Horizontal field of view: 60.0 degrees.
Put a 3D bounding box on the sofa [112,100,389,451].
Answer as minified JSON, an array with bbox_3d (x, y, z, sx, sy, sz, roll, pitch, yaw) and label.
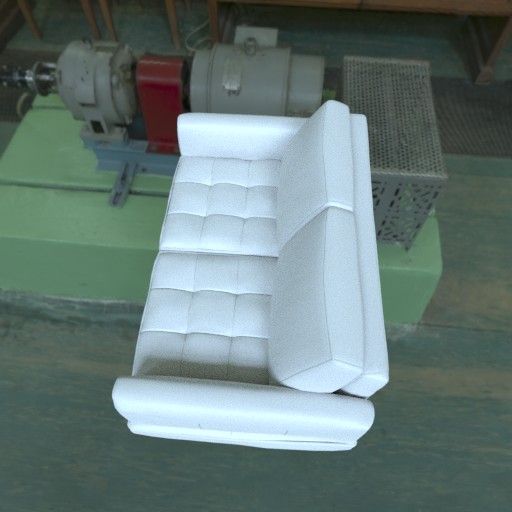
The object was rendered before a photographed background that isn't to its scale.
[{"bbox_3d":[0.000,0.000,2.357,1.121,0.930,1.819,3,58,2],"label":"sofa"}]
